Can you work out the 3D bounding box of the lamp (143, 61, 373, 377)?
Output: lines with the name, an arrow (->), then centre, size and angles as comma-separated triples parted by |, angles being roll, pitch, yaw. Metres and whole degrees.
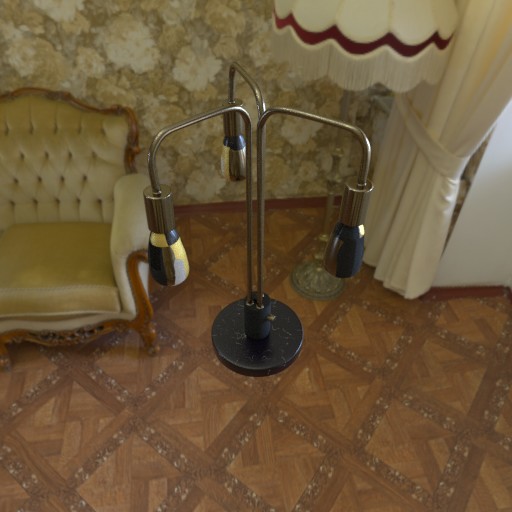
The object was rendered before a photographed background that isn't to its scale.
lamp -> 0.000, 0.000, 0.797 | 0.368, 0.560, 0.355 | 25, 48, 25
